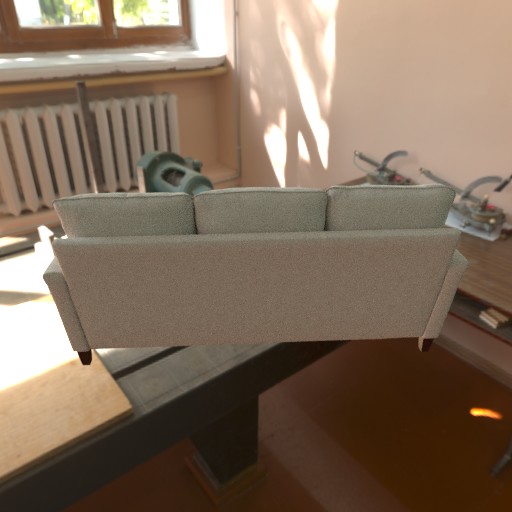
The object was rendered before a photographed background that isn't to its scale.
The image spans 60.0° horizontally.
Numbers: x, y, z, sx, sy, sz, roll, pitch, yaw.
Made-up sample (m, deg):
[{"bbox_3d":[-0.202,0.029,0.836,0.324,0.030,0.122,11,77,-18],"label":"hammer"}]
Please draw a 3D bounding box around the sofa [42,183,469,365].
[{"bbox_3d":[0.000,0.000,2.374,1.925,0.961,0.828,-2,29,-3],"label":"sofa"}]
